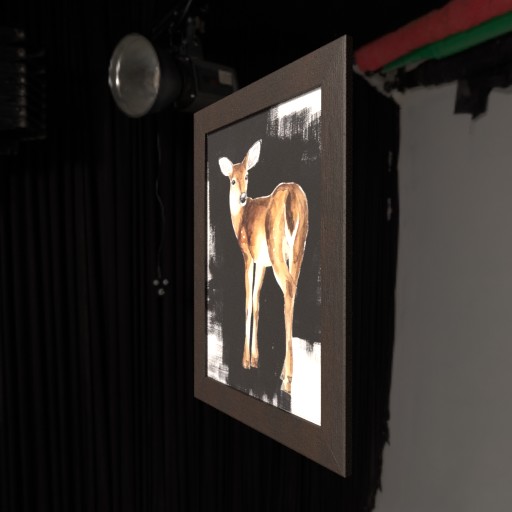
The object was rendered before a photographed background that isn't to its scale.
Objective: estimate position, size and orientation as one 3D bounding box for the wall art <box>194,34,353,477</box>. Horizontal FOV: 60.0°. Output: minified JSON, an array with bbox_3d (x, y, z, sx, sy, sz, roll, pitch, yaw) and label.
[{"bbox_3d":[0.000,0.000,0.655,0.013,0.508,0.359,0,1,-37],"label":"wall art"}]
